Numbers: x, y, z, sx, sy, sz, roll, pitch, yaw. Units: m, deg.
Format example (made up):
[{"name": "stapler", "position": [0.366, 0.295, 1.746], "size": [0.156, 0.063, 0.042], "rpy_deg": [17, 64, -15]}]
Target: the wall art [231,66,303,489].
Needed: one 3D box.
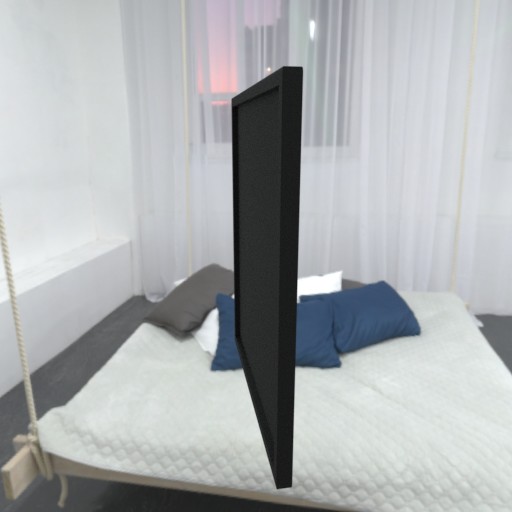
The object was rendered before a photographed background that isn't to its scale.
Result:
[{"name": "wall art", "position": [0.000, 0.000, 0.712], "size": [0.021, 0.508, 0.432], "rpy_deg": [-3, 16, -9]}]
